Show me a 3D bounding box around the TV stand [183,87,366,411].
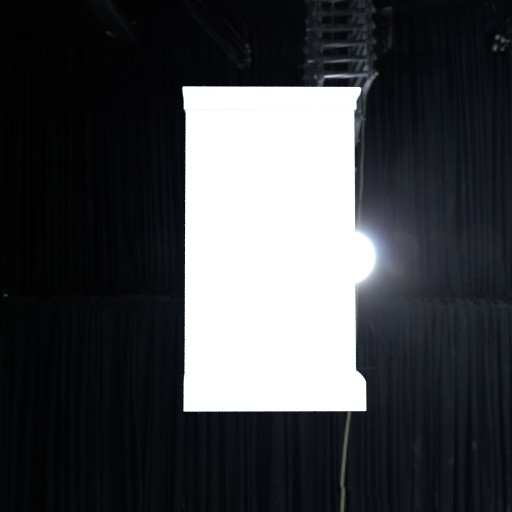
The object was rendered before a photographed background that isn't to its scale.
[{"bbox_3d":[0.000,0.000,1.441,0.424,0.624,1.187,0,-2,0],"label":"TV stand"}]
